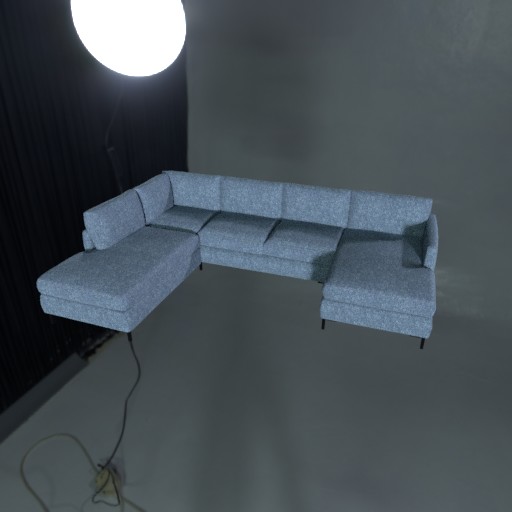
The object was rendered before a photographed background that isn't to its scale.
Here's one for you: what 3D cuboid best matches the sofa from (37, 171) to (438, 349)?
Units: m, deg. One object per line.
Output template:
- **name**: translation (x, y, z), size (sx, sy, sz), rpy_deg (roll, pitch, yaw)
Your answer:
- **sofa**: translation (0.000, 0.000, 3.563), size (2.737, 0.756, 1.879), rpy_deg (9, 28, 17)
